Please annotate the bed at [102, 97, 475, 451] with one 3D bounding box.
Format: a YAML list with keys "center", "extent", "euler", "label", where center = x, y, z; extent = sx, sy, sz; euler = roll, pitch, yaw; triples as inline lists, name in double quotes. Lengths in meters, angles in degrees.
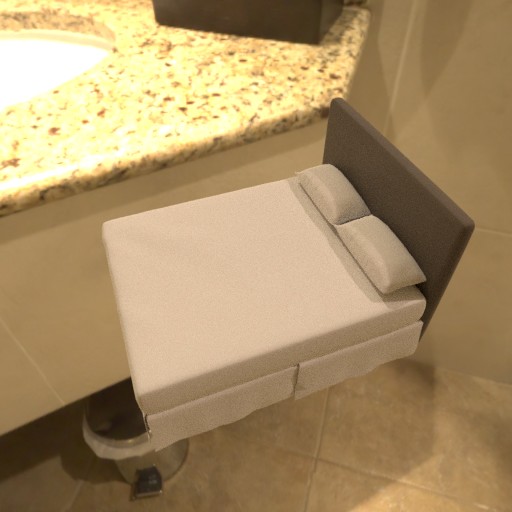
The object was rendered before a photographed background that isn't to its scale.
- center: [0.000, 0.000, 3.246]
  extent: [2.142, 1.330, 1.723]
  euler: [-15, 48, -14]
  label: "bed"
